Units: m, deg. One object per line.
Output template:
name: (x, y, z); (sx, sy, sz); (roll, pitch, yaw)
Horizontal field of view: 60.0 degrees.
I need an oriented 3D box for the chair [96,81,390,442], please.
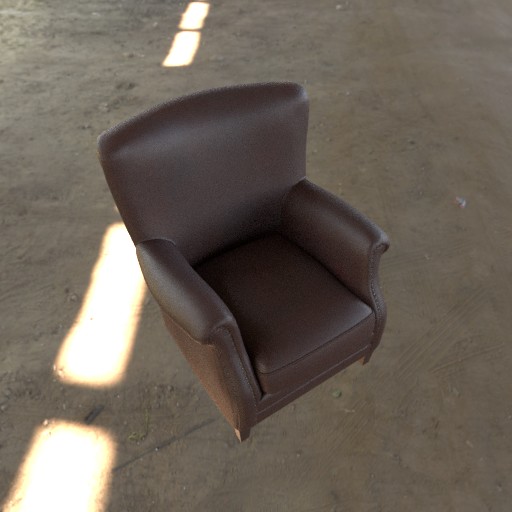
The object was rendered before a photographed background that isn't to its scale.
chair: (0.000, 0.000, 1.393); (0.700, 0.800, 0.746); (-24, 49, -23)
